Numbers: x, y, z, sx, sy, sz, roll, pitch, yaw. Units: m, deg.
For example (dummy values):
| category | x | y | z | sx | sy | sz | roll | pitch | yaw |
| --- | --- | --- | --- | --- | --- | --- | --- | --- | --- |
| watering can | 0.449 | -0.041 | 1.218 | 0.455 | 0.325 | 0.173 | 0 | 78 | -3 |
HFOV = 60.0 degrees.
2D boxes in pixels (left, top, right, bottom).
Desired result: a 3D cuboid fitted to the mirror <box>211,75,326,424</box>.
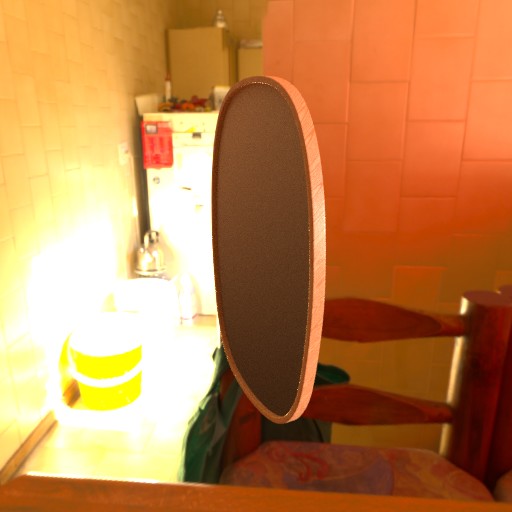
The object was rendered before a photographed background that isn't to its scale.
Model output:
| category | x | y | z | sx | sy | sz | roll | pitch | yaw |
| --- | --- | --- | --- | --- | --- | --- | --- | --- | --- |
| mirror | 0.000 | 0.000 | 1.427 | 0.037 | 1.075 | 0.724 | -8 | 18 | -25 |
